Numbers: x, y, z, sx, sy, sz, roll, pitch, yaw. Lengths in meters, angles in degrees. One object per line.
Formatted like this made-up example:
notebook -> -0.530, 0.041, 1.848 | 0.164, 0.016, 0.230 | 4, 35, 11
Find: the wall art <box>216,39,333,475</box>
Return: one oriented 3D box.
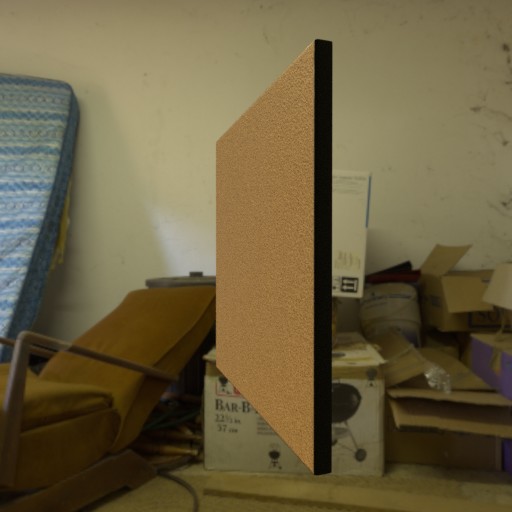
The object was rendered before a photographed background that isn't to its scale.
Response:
wall art -> 0.000, 0.000, 0.677 | 0.022, 0.453, 0.456 | 0, 1, -18
